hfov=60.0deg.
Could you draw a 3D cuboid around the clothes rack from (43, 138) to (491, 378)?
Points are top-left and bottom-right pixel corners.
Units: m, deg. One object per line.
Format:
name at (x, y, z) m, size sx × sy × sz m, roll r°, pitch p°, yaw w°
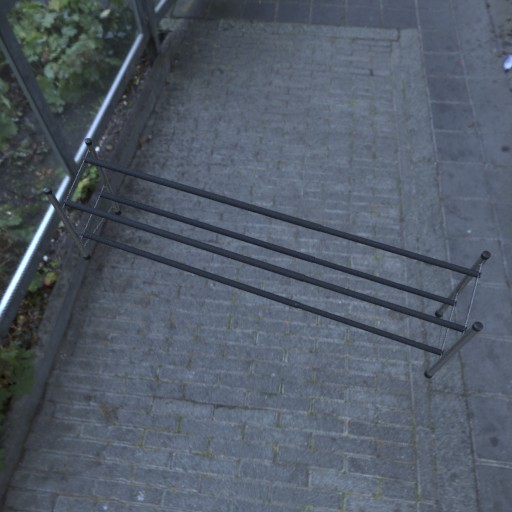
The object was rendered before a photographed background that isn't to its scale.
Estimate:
clothes rack at (0.000, 0.000, 1.301) m, size 1.168 × 0.349 × 0.229 m, roll 18°, pitch 59°, yaw 11°
